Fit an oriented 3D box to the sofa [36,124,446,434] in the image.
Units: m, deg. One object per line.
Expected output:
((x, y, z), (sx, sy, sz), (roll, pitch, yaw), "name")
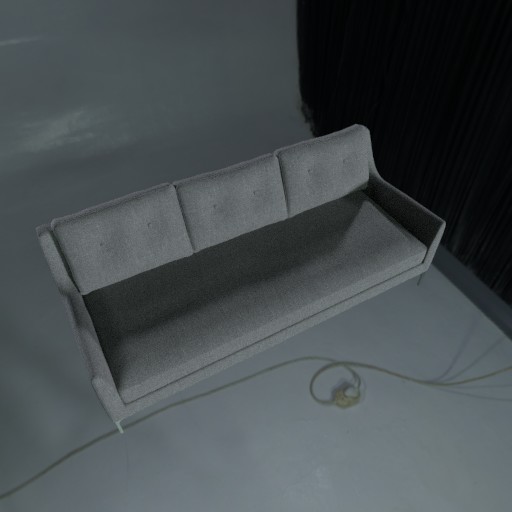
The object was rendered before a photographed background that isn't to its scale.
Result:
((0.000, 0.000, 2.514), (2.060, 0.837, 0.849), (-22, 50, -20), "sofa")
